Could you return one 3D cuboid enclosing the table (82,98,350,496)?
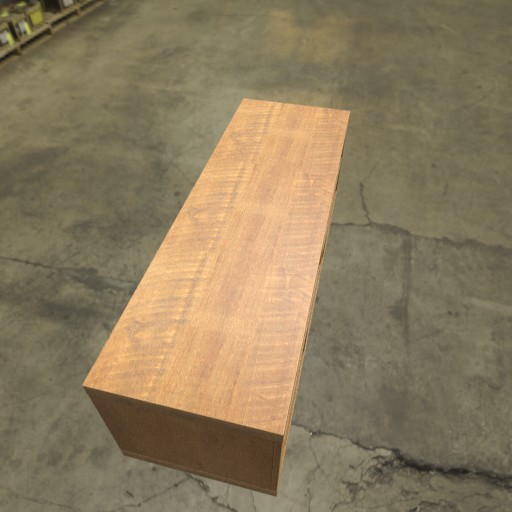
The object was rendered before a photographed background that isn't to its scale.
[{"bbox_3d":[0.000,0.000,1.710,0.499,0.491,1.499,10,47,10],"label":"table"}]
